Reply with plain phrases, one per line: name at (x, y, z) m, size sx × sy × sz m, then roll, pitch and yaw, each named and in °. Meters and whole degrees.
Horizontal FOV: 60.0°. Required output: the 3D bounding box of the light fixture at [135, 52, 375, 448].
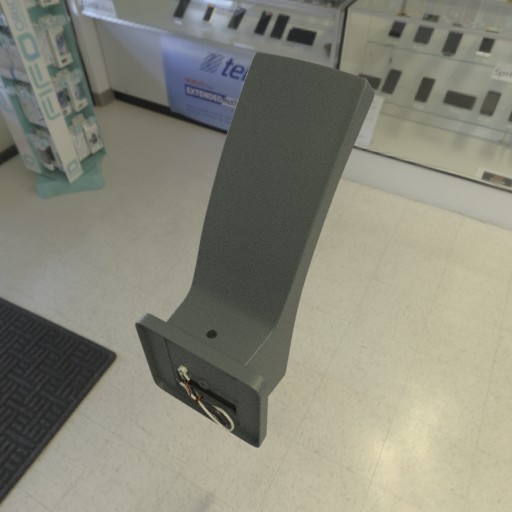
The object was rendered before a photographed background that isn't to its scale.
light fixture at (0.000, 0.000, 0.333) m, size 0.108 × 0.243 × 0.174 m, roll 24°, pitch 51°, yaw 21°
